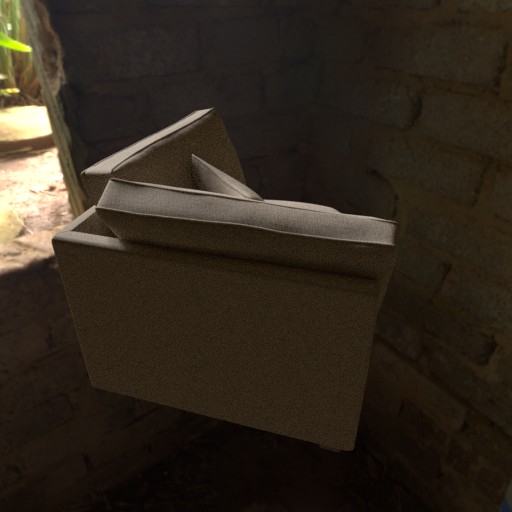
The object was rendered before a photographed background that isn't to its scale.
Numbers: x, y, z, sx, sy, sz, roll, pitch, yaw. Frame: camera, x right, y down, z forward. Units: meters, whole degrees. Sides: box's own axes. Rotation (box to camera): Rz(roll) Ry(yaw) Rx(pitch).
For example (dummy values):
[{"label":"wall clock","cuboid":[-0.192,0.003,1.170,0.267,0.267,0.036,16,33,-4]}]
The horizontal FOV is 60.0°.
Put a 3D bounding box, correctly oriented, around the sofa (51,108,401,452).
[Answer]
[{"label":"sofa","cuboid":[0.000,0.000,1.834,1.050,0.937,1.042,9,33,15]}]
